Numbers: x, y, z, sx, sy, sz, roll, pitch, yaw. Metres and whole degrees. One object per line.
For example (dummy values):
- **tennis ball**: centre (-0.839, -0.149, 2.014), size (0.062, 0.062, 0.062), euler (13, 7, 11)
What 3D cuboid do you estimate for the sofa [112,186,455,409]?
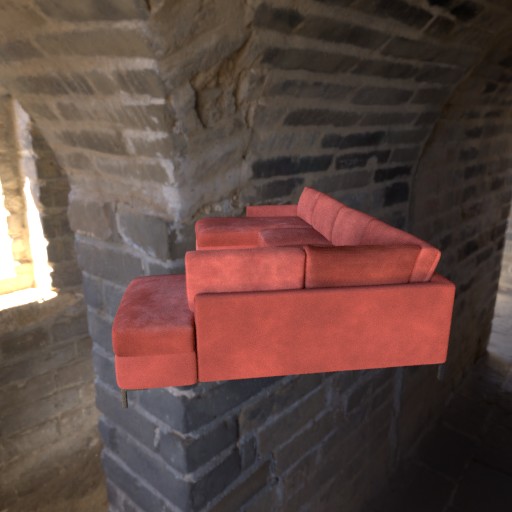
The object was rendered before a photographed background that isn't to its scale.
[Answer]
- **sofa**: centre (0.000, 0.000, 3.850), size (1.981, 0.858, 2.971), euler (-2, 16, -8)
